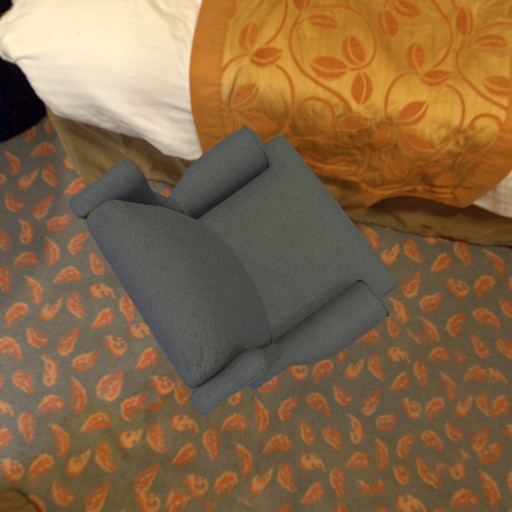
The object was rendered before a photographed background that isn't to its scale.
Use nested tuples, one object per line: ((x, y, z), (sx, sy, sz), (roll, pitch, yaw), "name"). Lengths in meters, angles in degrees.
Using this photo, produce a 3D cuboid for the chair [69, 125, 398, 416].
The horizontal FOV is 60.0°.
((0.000, 0.000, 1.748), (0.877, 1.020, 0.971), (-34, 78, -8), "chair")
